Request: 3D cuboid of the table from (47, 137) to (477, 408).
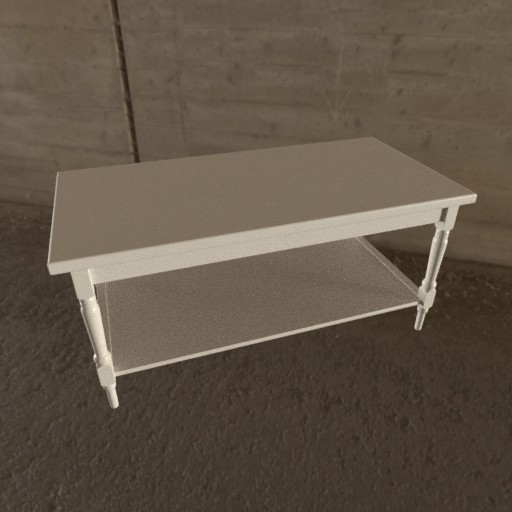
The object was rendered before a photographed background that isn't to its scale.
[{"bbox_3d":[0.000,0.000,1.429,1.107,0.510,0.550,-10,34,-16],"label":"table"}]
